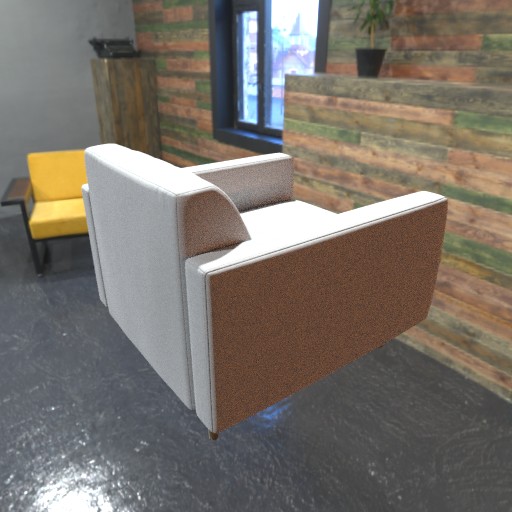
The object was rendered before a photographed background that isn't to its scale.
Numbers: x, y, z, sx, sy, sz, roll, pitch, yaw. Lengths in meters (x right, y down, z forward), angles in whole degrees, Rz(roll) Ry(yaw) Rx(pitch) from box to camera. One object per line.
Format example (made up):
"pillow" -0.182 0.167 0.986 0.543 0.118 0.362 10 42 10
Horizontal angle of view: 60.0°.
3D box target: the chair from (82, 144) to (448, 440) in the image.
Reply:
"chair" 0.000 0.000 1.657 0.998 0.819 0.953 -17 30 -33
